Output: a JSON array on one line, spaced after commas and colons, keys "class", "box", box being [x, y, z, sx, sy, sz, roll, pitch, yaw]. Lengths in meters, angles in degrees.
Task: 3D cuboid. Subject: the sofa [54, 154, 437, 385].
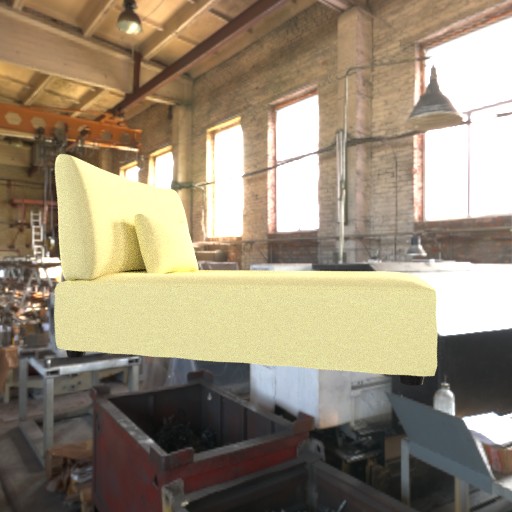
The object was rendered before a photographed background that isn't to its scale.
[{"class": "sofa", "box": [0.000, 0.000, 1.991, 1.450, 0.820, 0.930, 0, -1, 18]}]
